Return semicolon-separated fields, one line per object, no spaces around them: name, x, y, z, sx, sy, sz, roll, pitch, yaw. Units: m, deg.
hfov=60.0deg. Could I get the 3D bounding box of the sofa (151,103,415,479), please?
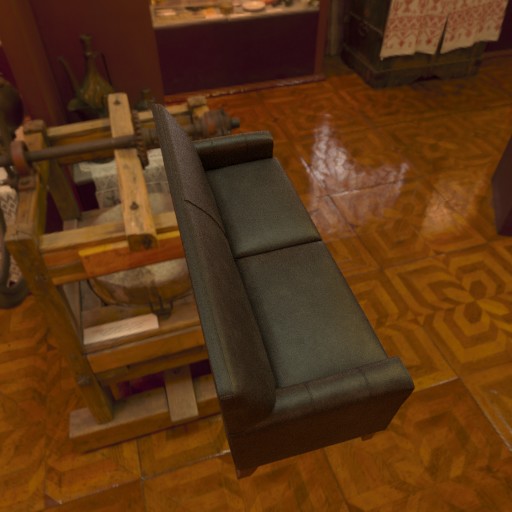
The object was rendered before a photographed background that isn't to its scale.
sofa;0.000;0.000;2.471;0.805;0.947;2.053;-11;46;-11
